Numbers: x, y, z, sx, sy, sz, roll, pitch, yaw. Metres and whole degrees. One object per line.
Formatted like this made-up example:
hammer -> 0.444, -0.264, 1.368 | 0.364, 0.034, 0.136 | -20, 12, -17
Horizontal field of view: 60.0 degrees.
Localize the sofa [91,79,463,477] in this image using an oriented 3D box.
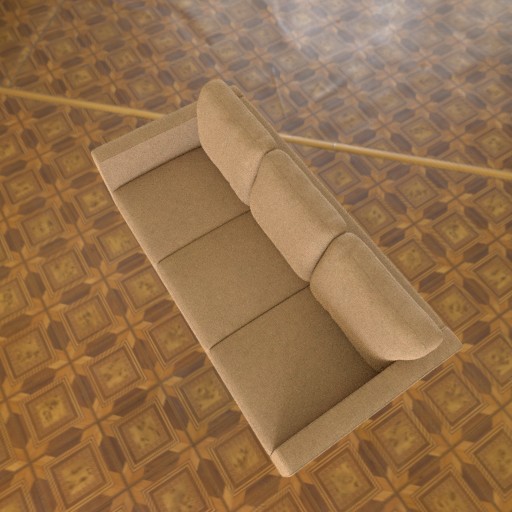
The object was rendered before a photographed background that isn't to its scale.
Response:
sofa -> 0.000, 0.000, 2.284 | 0.930, 0.800, 1.855 | -30, 67, -14
